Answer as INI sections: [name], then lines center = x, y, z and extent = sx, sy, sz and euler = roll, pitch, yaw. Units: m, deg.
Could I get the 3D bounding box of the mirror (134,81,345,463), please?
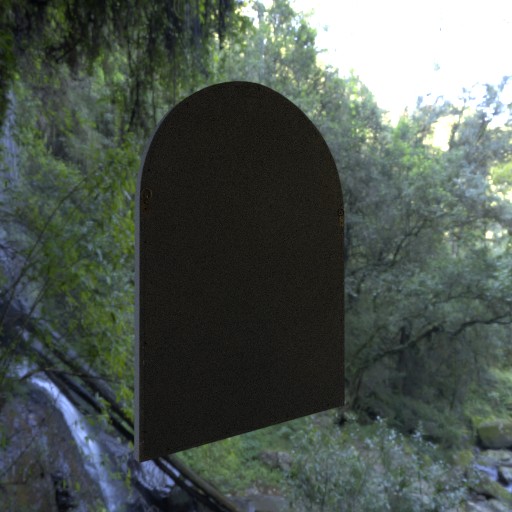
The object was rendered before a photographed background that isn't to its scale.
[mirror]
center = 0.000, 0.000, 1.189
extent = 0.660, 0.920, 0.032
euler = 0, -1, -36
